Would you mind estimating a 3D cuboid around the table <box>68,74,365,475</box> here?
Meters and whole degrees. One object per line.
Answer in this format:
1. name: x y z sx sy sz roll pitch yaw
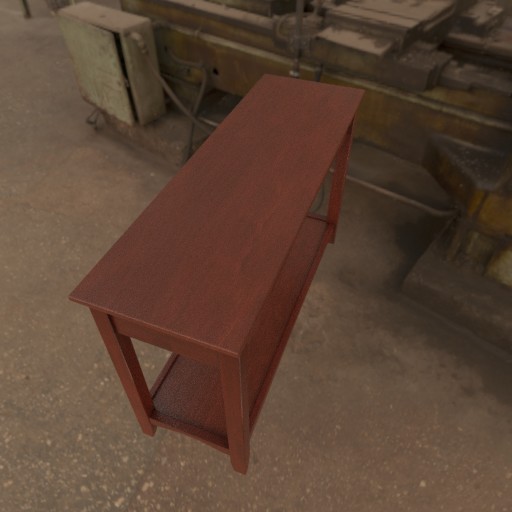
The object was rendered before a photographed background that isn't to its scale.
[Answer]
1. table: 0.000 0.000 1.531 0.392 0.739 1.188 15 47 15
